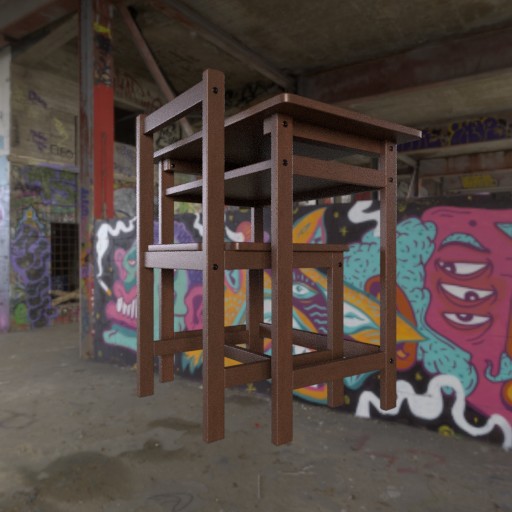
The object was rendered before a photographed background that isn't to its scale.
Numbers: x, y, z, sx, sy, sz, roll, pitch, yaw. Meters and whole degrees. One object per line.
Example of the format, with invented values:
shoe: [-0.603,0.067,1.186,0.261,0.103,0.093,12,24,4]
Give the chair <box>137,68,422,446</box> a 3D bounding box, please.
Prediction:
chair: [0.000,0.000,1.062,0.463,0.673,0.599,0,0,-36]
